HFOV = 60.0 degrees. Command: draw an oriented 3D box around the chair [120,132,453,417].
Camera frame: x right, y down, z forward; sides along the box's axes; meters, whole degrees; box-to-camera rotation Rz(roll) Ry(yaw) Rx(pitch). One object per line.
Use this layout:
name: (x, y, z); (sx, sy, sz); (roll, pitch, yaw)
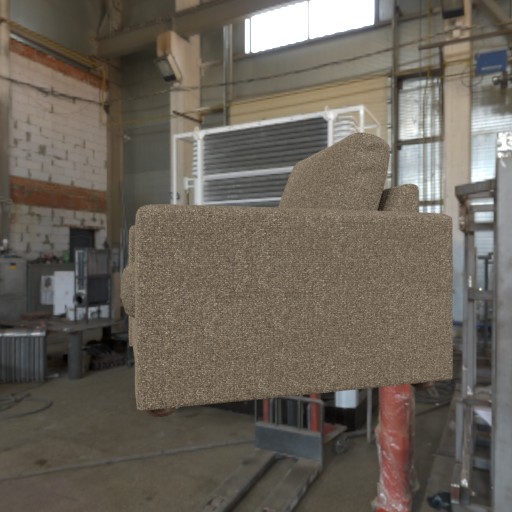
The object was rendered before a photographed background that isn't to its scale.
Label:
chair: (0.000, 0.000, 1.737); (1.016, 0.873, 1.005); (0, 0, -17)
